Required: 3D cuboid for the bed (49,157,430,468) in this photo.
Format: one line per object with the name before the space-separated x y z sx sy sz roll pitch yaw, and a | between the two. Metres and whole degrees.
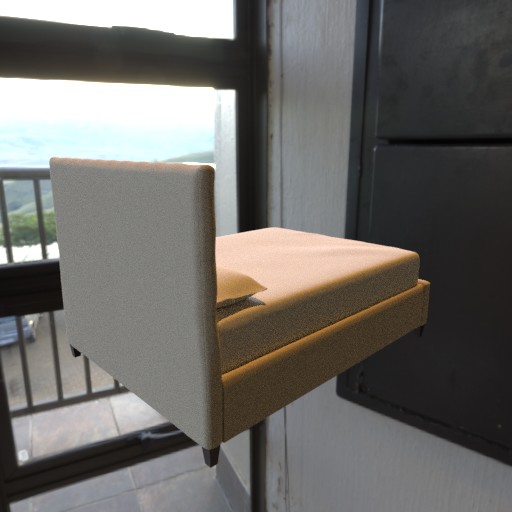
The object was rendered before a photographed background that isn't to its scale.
bed | 0.000 0.000 3.254 2.233 1.426 1.696 -13 19 -42
